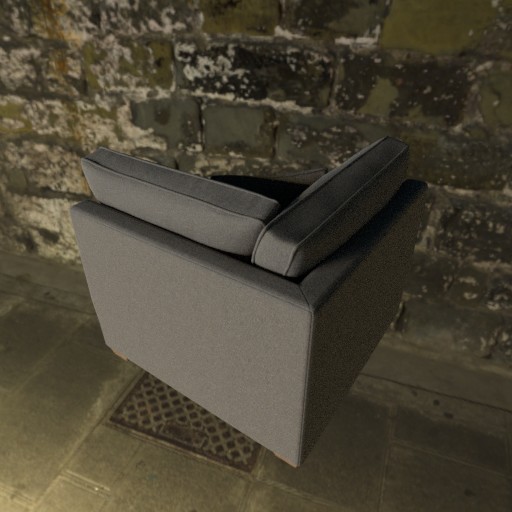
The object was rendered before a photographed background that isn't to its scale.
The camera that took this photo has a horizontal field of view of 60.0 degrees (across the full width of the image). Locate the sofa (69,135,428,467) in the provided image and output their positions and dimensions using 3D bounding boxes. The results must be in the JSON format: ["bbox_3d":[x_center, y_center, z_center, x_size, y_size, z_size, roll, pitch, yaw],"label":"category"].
[{"bbox_3d":[0.000,0.000,2.028,1.146,1.002,1.084,21,39,28],"label":"sofa"}]
